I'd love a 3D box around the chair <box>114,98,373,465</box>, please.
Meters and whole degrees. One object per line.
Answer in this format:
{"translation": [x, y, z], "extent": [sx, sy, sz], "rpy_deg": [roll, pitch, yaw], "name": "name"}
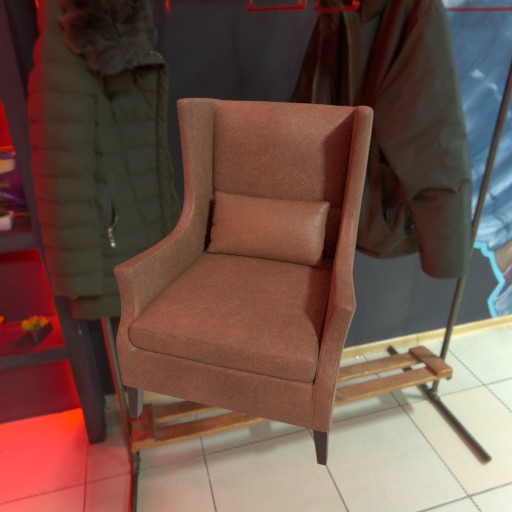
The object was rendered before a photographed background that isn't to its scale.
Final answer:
{"translation": [0.000, 0.000, 1.727], "extent": [0.815, 1.088, 0.913], "rpy_deg": [8, 29, 14], "name": "chair"}
